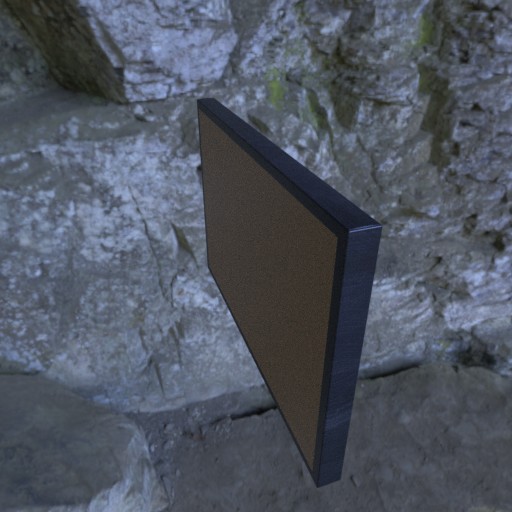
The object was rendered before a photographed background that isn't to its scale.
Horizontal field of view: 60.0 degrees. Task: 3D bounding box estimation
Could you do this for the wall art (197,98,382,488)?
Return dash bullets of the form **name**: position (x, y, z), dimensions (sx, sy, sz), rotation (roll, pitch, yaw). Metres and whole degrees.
- **wall art**: position (0.000, 0.000, 0.766), dimensions (0.038, 0.409, 0.610), rotation (-11, 33, -17)
